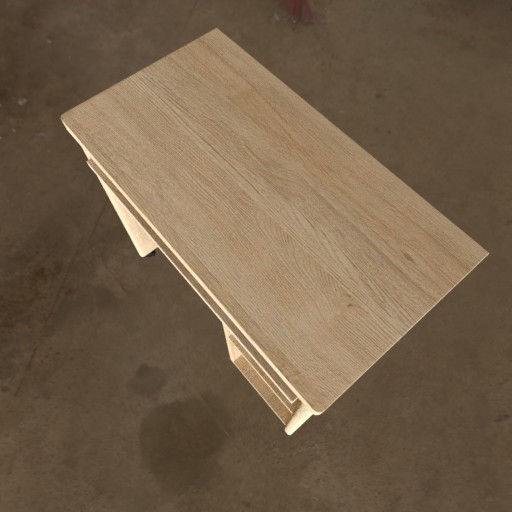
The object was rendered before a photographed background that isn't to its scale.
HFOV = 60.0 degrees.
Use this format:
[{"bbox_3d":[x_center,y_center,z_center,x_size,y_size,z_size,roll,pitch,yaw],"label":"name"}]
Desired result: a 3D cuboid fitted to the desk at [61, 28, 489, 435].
[{"bbox_3d":[0.000,0.000,1.316,0.480,0.770,0.885,-38,70,-16],"label":"desk"}]
